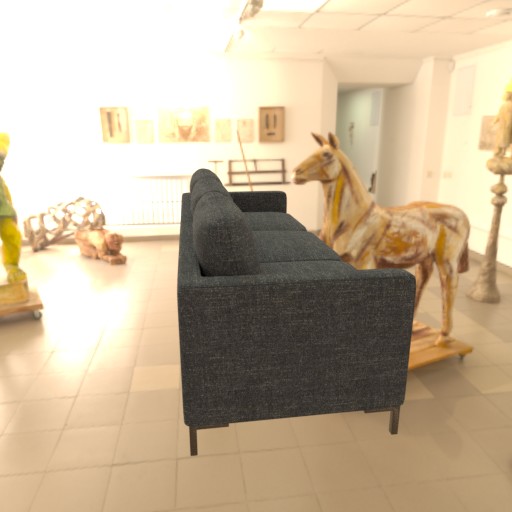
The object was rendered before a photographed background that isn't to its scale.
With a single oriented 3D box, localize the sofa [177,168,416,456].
[{"bbox_3d":[0.000,0.000,2.596,0.859,0.874,2.218,-2,16,-8],"label":"sofa"}]
